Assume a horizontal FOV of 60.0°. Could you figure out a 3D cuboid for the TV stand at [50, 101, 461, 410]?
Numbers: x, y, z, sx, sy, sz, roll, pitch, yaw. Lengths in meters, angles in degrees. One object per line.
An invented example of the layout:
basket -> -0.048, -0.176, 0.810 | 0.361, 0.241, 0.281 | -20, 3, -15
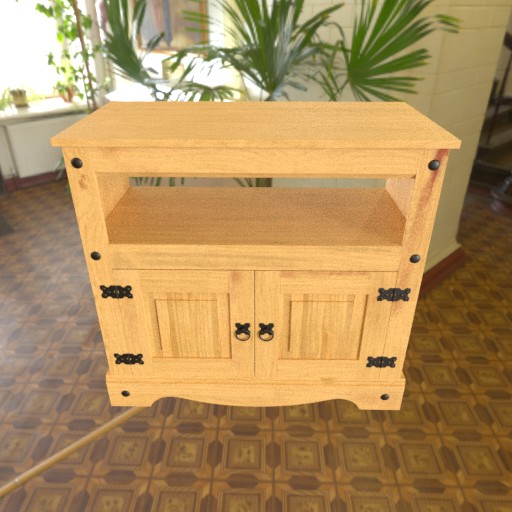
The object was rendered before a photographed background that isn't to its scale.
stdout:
TV stand -> 0.000, 0.000, 1.292 | 0.851, 0.787, 0.430 | 0, 29, 1
